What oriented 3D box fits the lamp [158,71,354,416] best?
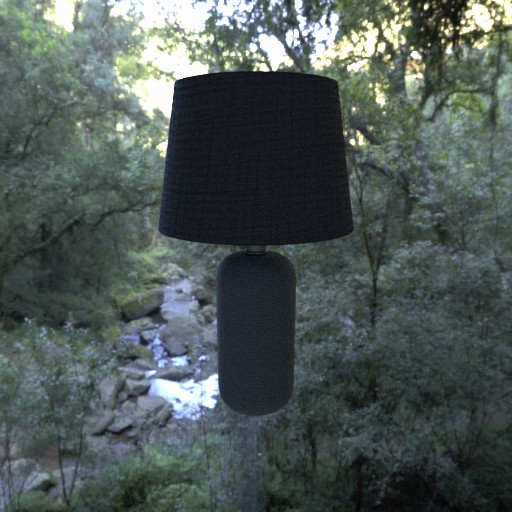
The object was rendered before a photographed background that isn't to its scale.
[{"bbox_3d":[0.000,0.000,0.592,0.251,0.429,0.251,0,13,0],"label":"lamp"}]
